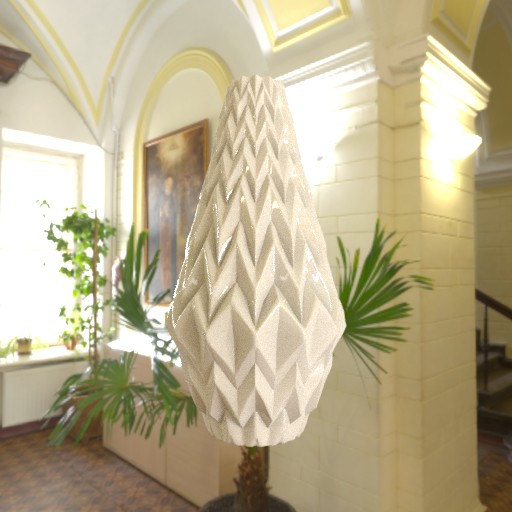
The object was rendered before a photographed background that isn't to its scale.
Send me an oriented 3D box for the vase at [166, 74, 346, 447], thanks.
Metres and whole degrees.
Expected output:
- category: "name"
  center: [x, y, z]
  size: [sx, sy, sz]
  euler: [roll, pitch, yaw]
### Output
- category: "vase"
  center: [0.000, 0.000, 0.422]
  size: [0.167, 0.328, 0.167]
  euler: [0, -2, 0]
